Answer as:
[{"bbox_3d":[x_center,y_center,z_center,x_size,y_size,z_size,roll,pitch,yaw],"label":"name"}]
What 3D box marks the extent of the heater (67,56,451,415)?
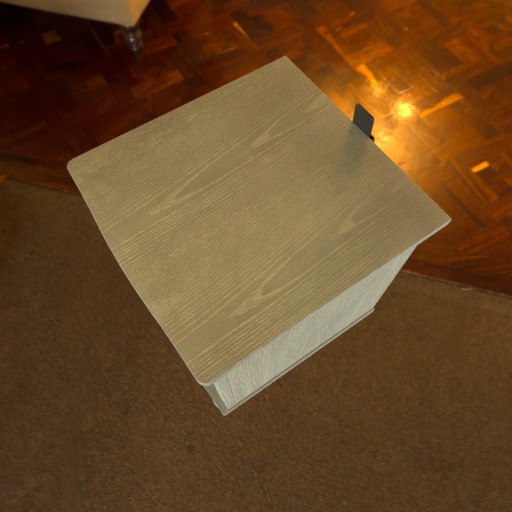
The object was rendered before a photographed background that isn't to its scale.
[{"bbox_3d":[0.000,0.000,0.770,0.400,0.481,0.362,-31,68,-14],"label":"heater"}]
